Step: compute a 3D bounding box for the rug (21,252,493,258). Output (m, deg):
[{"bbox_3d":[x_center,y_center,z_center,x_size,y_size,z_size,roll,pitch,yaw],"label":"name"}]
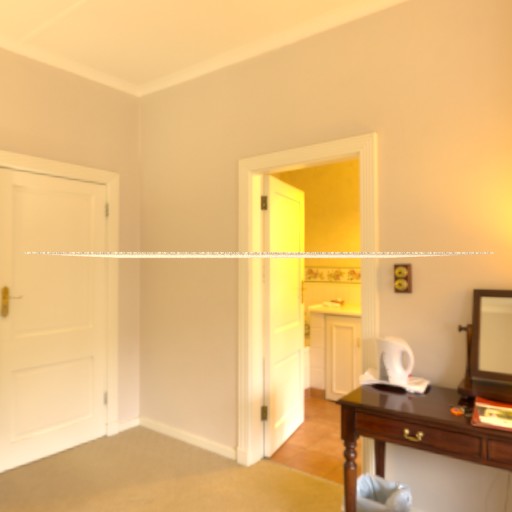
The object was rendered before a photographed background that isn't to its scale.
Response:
[{"bbox_3d":[0.000,0.000,4.050,3.037,0.010,2.453,0,-1,-1],"label":"rug"}]
